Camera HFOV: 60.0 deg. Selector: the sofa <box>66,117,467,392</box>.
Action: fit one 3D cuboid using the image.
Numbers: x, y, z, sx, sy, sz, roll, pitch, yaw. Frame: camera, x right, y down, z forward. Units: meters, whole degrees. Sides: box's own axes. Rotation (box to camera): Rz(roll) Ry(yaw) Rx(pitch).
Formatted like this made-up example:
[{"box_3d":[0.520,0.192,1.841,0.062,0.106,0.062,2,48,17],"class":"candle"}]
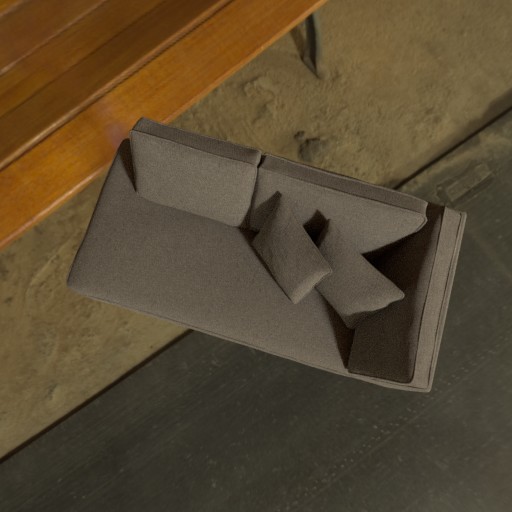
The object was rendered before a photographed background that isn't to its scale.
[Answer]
[{"box_3d":[0.000,0.000,2.810,2.237,1.033,1.110,17,76,4],"class":"sofa"}]
